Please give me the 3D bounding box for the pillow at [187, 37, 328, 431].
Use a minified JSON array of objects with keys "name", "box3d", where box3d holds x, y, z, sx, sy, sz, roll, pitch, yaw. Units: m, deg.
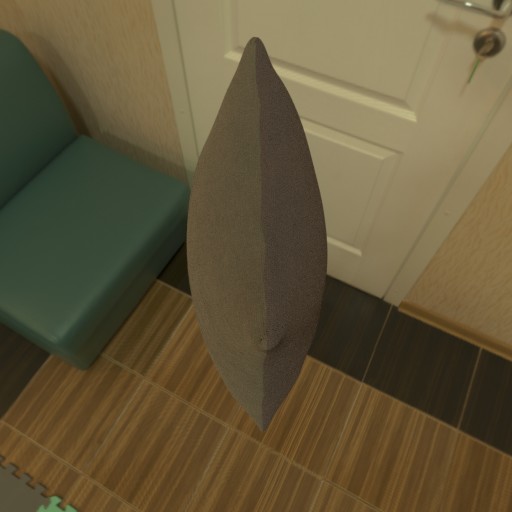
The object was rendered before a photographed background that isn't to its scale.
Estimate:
[{"name":"pillow","box3d":[0.000,0.000,0.690,0.204,0.439,0.452,-1,60,-1]}]
